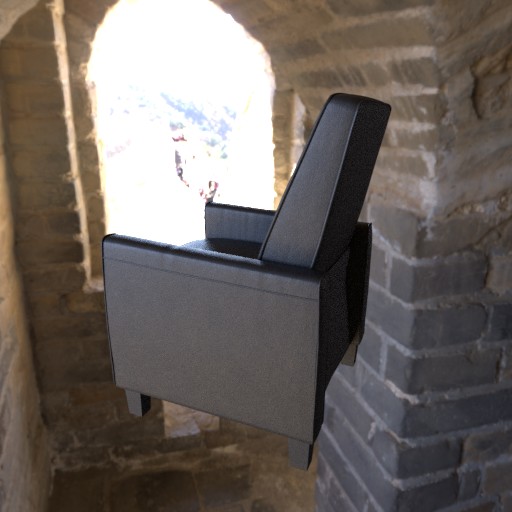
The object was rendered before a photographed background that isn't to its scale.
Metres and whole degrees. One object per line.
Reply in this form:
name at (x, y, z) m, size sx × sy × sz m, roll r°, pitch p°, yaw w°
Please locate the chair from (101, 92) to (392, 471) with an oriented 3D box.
chair at (0.000, 0.000, 1.501) m, size 0.746 × 1.013 × 0.705 m, roll 7°, pitch 19°, yaw 23°
